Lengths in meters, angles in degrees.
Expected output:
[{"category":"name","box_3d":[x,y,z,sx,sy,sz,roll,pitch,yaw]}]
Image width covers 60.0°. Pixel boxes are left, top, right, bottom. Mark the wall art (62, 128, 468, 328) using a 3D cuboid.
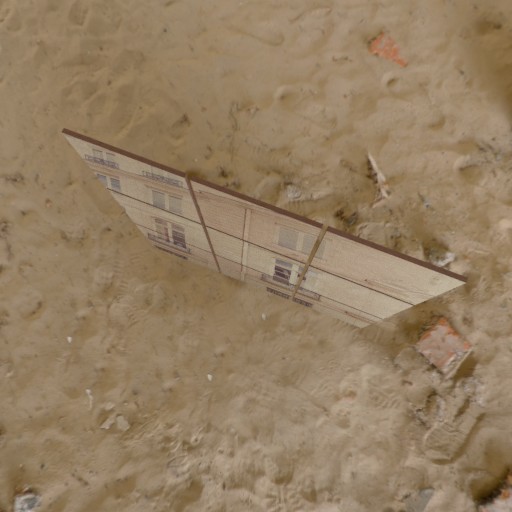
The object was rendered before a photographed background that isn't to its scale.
[{"category":"wall art","box_3d":[0.000,0.000,1.835,1.221,1.218,0.024,21,76,5]}]
